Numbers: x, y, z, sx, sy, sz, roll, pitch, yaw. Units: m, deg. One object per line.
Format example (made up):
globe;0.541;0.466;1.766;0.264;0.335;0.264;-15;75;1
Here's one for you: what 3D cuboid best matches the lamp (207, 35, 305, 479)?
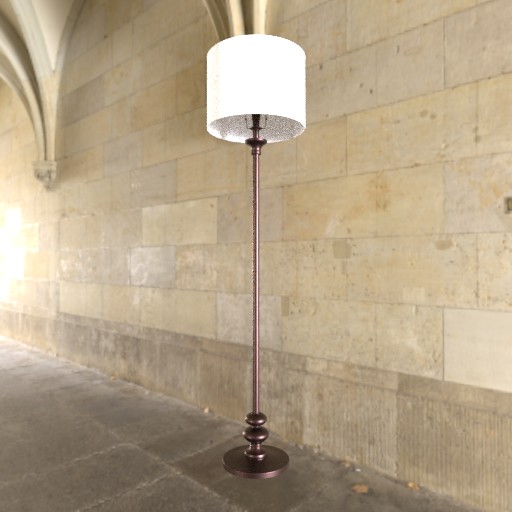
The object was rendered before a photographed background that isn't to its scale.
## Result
lamp;0.000;0.000;1.608;0.356;1.487;0.356;0;-1;0
